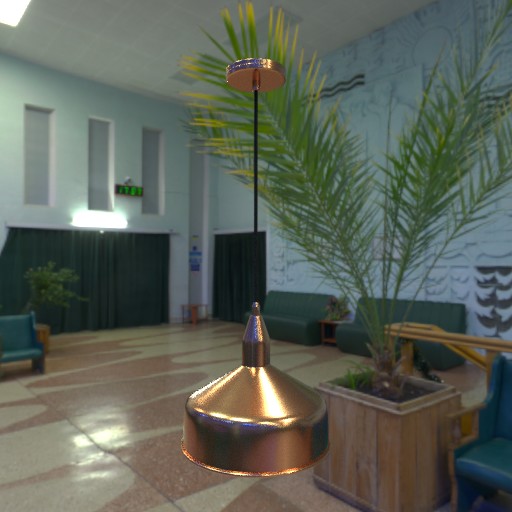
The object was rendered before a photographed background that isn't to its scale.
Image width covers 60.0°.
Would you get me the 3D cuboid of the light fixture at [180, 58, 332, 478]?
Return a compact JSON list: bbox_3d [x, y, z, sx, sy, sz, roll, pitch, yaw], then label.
[{"bbox_3d":[0.000,0.000,0.901,0.301,0.754,0.301,1,-1,-37],"label":"light fixture"}]
